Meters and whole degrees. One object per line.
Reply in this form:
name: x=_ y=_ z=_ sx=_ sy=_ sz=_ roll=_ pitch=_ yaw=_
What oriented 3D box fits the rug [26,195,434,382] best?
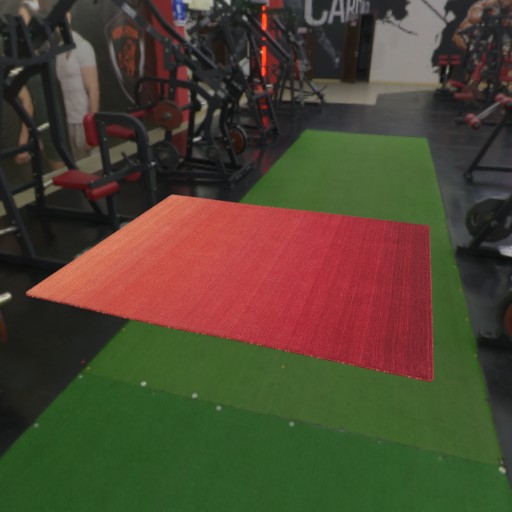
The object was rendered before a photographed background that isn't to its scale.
rug: x=0.000 y=0.000 z=3.891 sx=2.905 sy=0.028 sz=2.340 roll=9 pitch=29 yaw=16
